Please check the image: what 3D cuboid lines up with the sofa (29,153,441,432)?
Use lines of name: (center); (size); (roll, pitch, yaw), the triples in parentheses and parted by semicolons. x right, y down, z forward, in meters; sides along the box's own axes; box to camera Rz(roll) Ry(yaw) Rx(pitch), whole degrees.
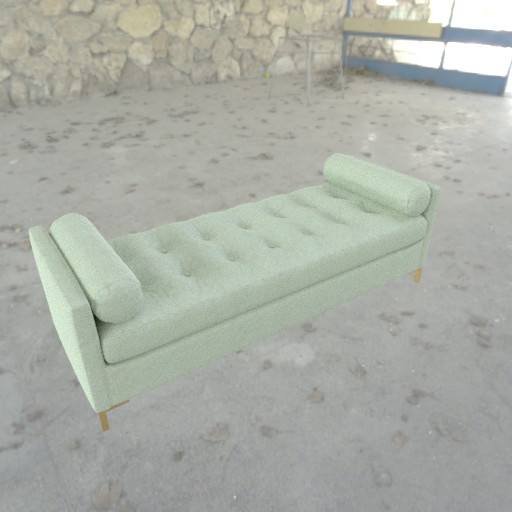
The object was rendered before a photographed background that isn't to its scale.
sofa: (0.000, 0.000, 2.457); (2.102, 0.705, 0.796); (-19, 35, -29)
